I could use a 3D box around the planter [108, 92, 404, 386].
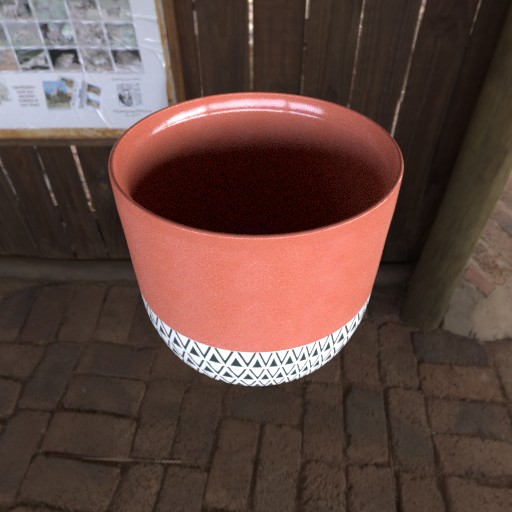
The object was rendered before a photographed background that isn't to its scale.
[{"bbox_3d":[0.000,0.000,0.499,0.266,0.270,0.266,0,42,0],"label":"planter"}]
